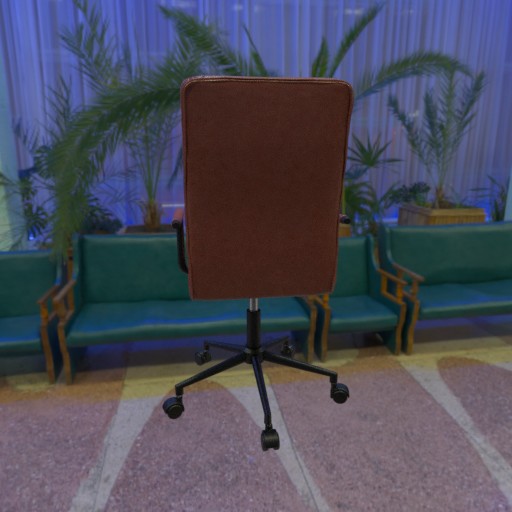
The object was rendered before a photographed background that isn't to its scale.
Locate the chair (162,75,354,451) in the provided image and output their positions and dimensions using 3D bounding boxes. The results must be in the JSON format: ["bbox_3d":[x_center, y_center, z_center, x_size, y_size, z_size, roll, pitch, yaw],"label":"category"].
[{"bbox_3d":[0.000,0.000,1.362,0.608,0.979,0.580,-2,15,-8],"label":"chair"}]
